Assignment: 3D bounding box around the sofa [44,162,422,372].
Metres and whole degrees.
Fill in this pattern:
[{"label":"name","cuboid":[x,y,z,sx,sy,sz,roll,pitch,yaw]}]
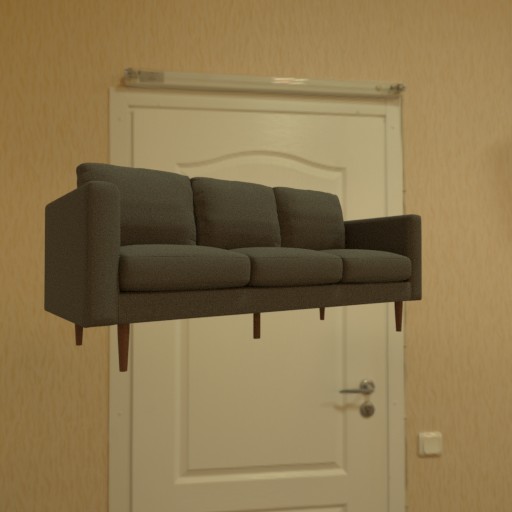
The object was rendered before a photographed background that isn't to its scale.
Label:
[{"label":"sofa","cuboid":[0.000,0.000,2.466,2.029,0.912,0.802,1,-1,-36]}]
